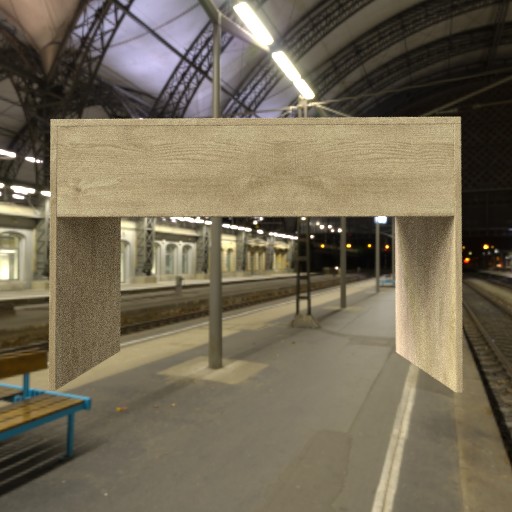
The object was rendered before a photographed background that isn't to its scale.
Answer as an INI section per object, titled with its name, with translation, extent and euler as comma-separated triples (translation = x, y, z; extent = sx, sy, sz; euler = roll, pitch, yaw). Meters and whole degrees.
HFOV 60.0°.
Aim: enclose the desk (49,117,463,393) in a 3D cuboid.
[desk]
translation = 0.000, 0.000, 1.462
extent = 1.100, 0.730, 0.560
euler = 0, -1, 1
